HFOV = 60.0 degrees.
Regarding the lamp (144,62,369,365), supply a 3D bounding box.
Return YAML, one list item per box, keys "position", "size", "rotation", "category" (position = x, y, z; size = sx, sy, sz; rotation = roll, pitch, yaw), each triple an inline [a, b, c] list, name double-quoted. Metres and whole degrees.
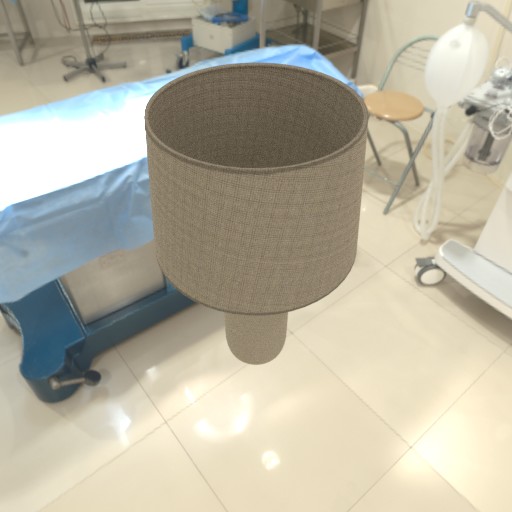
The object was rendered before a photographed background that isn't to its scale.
- position: [0.000, 0.000, 0.854]
  size: [0.367, 0.609, 0.367]
  rotation: [0, 45, 0]
  category: "lamp"
